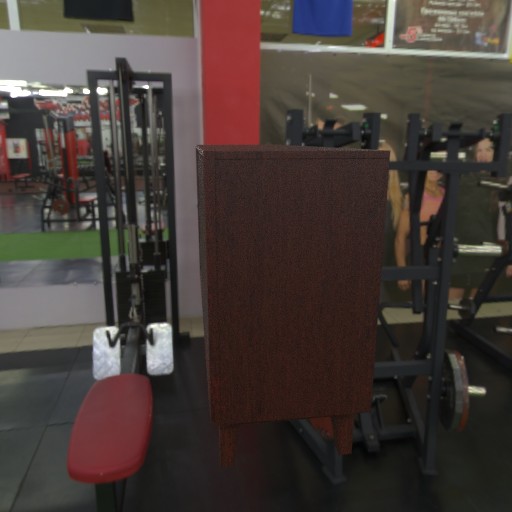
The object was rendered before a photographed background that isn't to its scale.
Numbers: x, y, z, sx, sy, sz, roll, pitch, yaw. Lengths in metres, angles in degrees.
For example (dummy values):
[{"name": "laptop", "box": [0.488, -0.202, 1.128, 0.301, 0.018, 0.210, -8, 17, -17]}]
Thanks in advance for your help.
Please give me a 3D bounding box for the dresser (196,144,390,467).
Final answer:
[{"name": "dresser", "box": [0.000, 0.000, 2.025, 0.499, 0.971, 1.609, -2, 15, -8]}]
